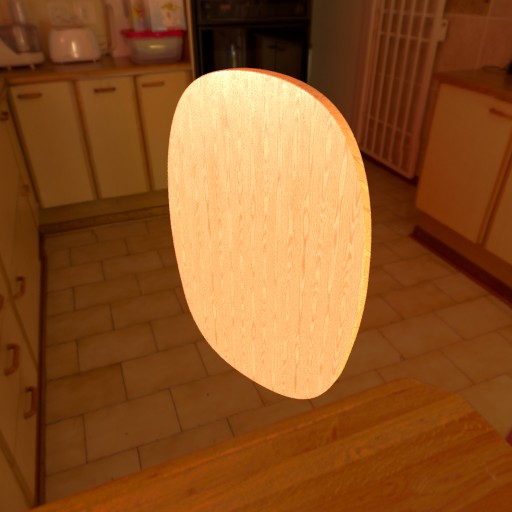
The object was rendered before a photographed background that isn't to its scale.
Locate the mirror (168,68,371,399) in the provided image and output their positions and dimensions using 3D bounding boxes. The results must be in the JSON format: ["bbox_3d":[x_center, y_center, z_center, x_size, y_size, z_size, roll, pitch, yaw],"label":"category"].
[{"bbox_3d":[0.000,0.000,1.371,0.724,1.075,0.037,23,39,31],"label":"mirror"}]
